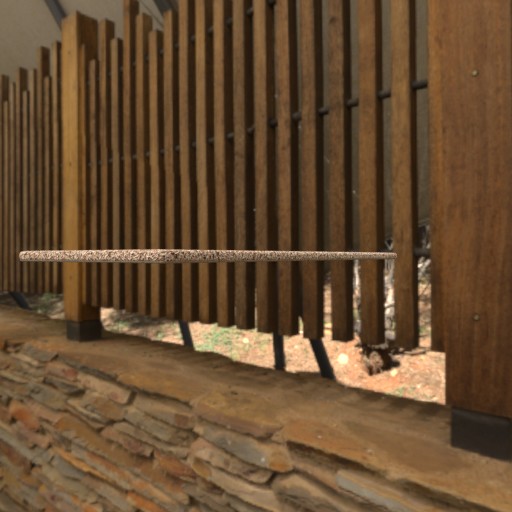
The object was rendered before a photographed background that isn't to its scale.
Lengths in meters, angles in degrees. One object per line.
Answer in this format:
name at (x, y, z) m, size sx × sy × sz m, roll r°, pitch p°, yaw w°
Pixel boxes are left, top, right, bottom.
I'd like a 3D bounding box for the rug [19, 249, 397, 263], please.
rug at (0.000, 0.000, 1.726) m, size 0.609 × 0.030 × 1.524 m, roll 0°, pitch 0°, yaw 36°
